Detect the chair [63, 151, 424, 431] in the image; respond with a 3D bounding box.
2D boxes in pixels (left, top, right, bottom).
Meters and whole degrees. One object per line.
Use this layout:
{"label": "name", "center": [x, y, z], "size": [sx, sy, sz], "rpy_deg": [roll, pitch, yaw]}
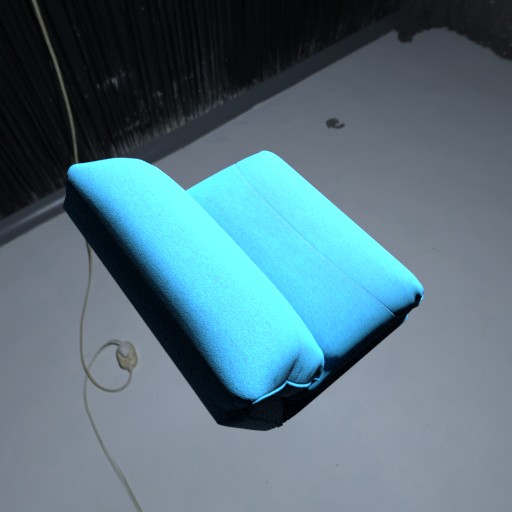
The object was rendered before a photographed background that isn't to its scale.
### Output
{"label": "chair", "center": [0.000, 0.000, 1.348], "size": [0.780, 0.580, 0.820], "rpy_deg": [-34, 63, -20]}
